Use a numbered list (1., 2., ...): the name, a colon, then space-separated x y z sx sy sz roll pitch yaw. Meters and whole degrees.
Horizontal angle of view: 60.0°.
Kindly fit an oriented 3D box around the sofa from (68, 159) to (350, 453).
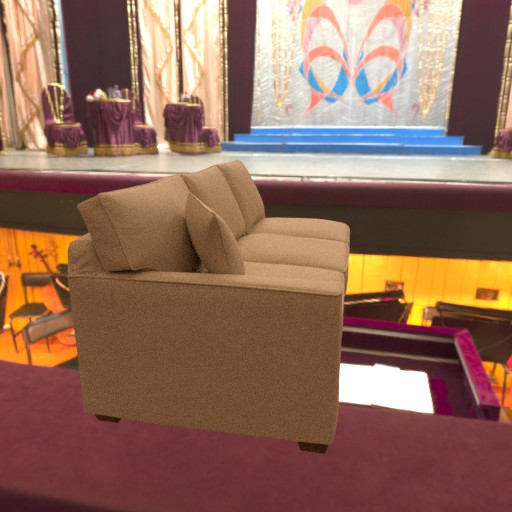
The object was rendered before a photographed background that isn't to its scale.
1. sofa: 0.000 0.000 2.485 1.034 0.946 1.962 3 16 11
